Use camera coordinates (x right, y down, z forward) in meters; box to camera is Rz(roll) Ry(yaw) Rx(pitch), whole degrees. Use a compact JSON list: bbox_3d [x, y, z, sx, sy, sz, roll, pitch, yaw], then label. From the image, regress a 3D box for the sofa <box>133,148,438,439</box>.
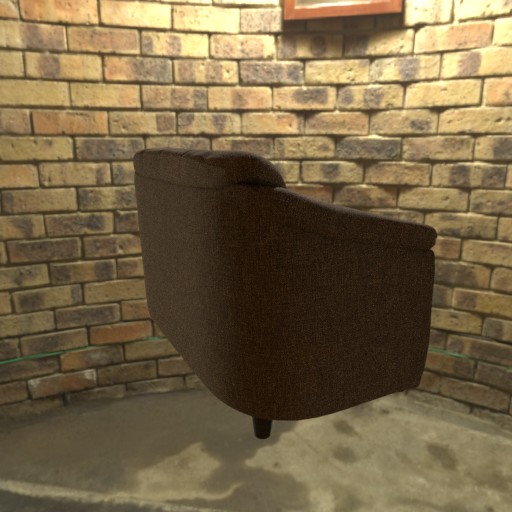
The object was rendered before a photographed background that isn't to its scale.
[{"bbox_3d":[0.000,0.000,1.886,0.799,0.895,1.404,-7,16,-27],"label":"sofa"}]
